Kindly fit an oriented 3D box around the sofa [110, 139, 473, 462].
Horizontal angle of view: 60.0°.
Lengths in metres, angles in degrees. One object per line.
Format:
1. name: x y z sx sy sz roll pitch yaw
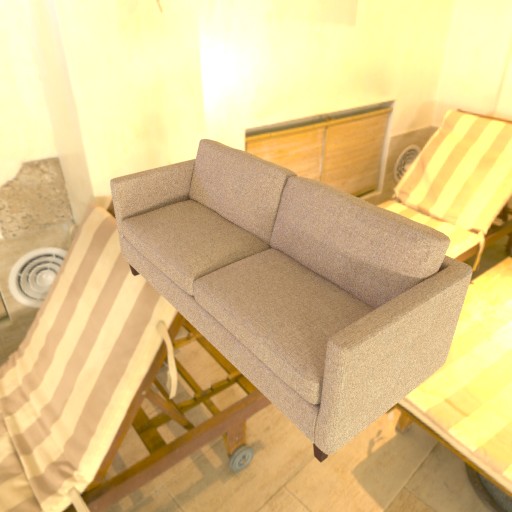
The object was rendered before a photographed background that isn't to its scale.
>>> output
1. sofa: 0.000 0.000 2.733 0.951 0.965 2.208 -22 37 -32
